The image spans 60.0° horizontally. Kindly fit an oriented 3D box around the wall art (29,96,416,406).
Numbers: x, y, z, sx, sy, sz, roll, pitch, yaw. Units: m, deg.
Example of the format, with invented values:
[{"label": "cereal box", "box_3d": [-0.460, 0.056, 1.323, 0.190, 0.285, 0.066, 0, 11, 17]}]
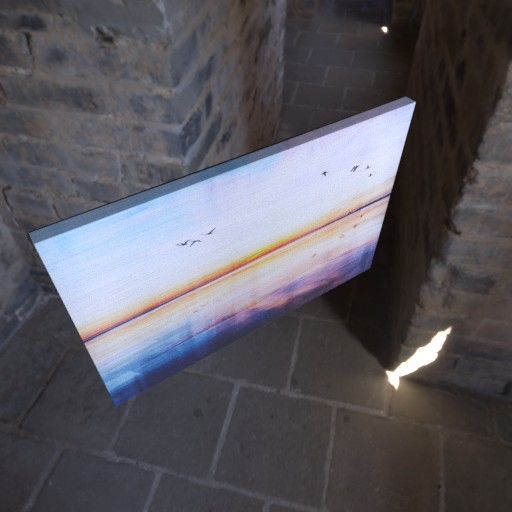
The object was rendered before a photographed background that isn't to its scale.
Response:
[{"label": "wall art", "box_3d": [0.000, 0.000, 1.142, 0.911, 0.605, 0.037, -25, 51, -22]}]
